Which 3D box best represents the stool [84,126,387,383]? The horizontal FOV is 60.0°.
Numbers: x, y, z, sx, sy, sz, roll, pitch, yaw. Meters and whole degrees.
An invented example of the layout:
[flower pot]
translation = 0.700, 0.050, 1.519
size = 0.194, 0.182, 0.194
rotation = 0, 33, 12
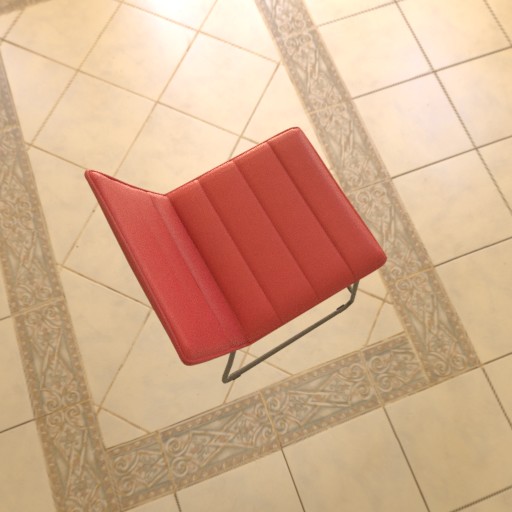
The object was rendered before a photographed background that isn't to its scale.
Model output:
[stool]
translation = 0.000, 0.000, 1.171
size = 0.524, 0.866, 0.489
rotation = -29, 78, -7
